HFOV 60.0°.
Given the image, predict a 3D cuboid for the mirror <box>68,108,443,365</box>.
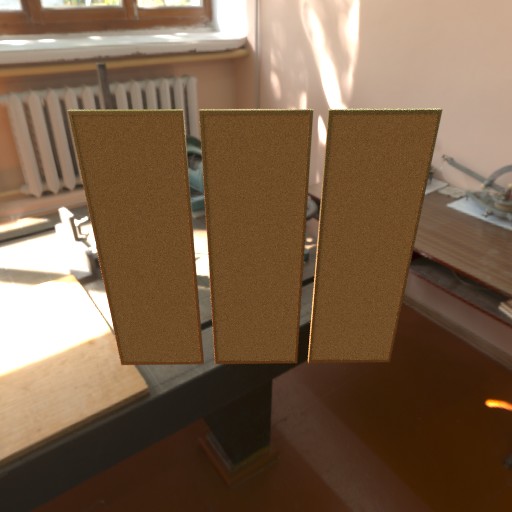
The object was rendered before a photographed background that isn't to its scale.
[{"bbox_3d":[0.000,0.000,1.440,1.011,0.926,0.023,0,31,-1],"label":"mirror"}]
